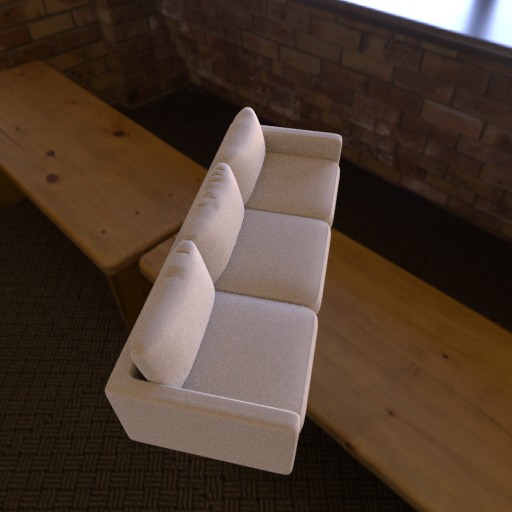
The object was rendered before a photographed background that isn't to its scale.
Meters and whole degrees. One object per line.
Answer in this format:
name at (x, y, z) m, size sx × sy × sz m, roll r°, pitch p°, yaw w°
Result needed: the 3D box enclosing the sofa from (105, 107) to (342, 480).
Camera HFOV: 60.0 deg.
sofa at (0.000, 0.000, 2.706) m, size 0.859 × 0.874 × 2.218 m, roll 9°, pitch 48°, yaw 8°
